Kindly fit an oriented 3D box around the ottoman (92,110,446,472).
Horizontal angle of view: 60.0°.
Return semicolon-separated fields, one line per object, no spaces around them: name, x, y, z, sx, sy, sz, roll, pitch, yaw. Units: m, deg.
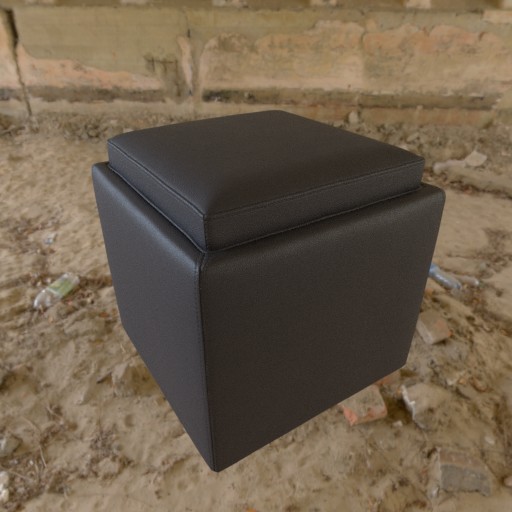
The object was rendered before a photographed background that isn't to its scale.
ottoman;0.000;0.000;0.826;0.451;0.460;0.450;-18;35;-28
